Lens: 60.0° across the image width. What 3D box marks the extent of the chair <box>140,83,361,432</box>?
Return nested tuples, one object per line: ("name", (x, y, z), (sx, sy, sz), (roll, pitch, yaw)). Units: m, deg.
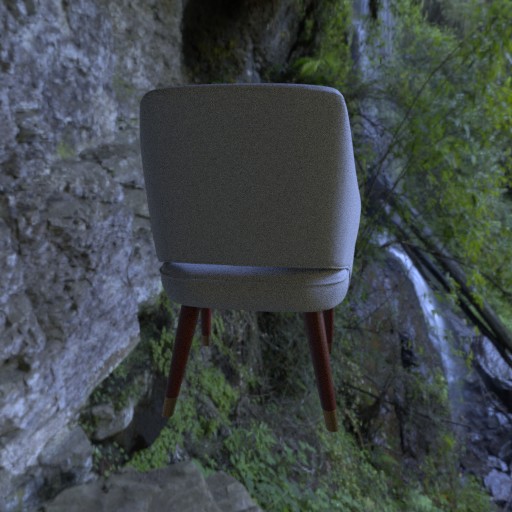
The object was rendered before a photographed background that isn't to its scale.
("chair", (0.000, 0.000, 1.304), (0.609, 0.889, 0.600), (2, 15, 8))
